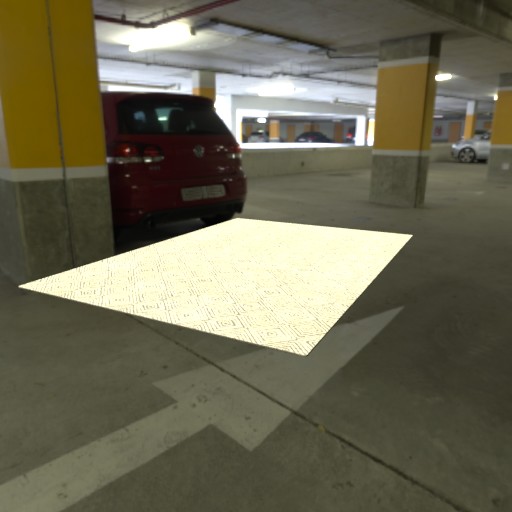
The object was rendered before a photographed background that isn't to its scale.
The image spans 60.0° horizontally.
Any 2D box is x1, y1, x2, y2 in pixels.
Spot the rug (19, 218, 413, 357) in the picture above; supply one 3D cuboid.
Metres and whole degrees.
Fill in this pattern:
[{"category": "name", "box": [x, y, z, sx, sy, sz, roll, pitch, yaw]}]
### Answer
[{"category": "rug", "box": [0.000, 0.000, 2.879, 1.593, 0.008, 2.238, 8, 17, 27]}]
